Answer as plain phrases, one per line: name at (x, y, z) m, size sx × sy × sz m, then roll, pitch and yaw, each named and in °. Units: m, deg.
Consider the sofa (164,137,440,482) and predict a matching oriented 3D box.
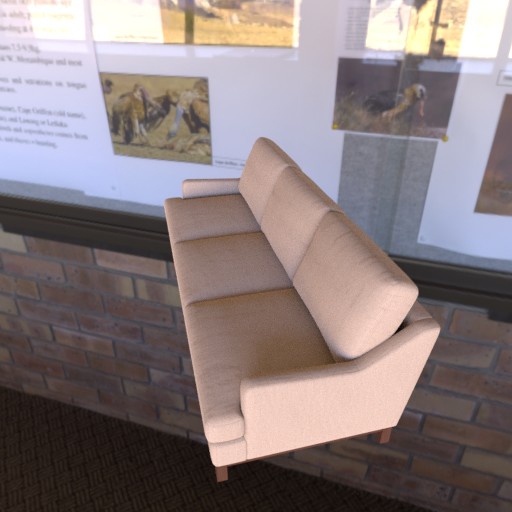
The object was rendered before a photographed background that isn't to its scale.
sofa at (0.000, 0.000, 2.787) m, size 1.000 × 0.913 × 2.321 m, roll -7°, pitch 32°, yaw -12°
